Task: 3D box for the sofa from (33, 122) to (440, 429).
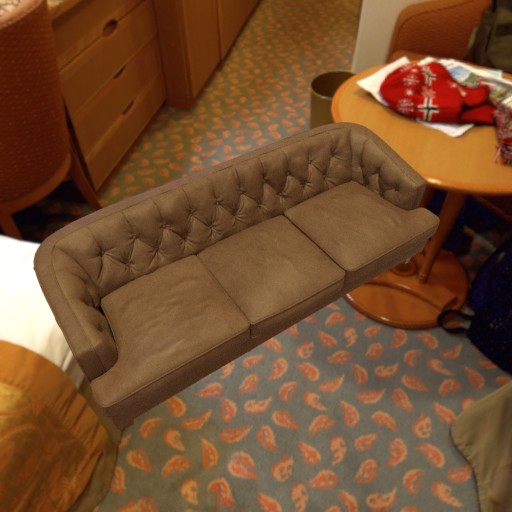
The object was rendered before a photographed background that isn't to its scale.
[{"bbox_3d":[0.000,0.000,2.636,2.227,0.787,0.927,-26,52,-22],"label":"sofa"}]
